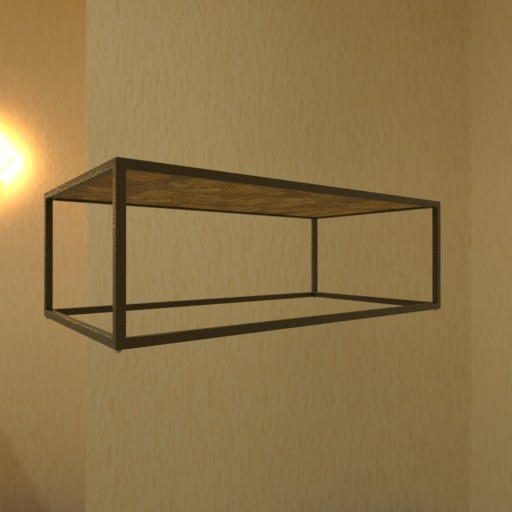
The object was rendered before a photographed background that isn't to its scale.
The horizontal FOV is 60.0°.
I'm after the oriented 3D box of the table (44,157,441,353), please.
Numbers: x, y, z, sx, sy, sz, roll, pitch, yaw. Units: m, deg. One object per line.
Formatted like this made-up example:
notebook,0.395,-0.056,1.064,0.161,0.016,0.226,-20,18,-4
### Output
table,0.000,0.000,1.512,1.199,0.398,0.649,0,0,-37
